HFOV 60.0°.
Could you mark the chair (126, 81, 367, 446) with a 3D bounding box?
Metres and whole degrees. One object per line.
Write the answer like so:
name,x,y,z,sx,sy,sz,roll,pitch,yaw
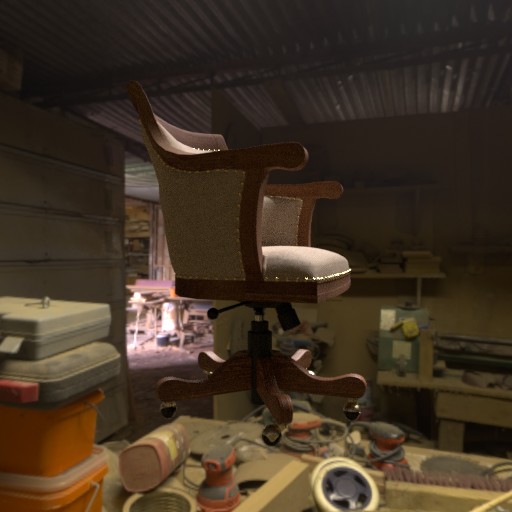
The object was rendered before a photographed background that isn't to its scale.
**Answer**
chair,0.000,0.000,1.419,0.689,0.965,0.656,0,0,19
